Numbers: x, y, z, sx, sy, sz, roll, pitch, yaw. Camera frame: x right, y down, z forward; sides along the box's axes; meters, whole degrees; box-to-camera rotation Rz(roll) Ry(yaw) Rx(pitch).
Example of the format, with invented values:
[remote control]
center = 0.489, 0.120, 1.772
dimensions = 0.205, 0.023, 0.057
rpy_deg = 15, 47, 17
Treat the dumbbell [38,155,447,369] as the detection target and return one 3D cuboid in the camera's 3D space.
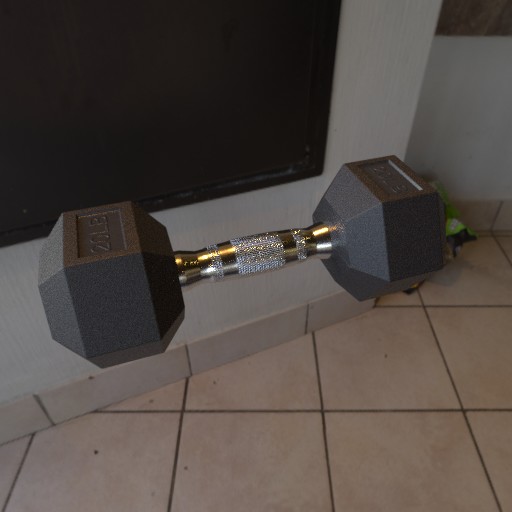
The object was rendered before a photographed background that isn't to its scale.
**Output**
[dumbbell]
center = 0.000, 0.000, 0.314
dimensions = 0.272, 0.092, 0.106
rpy_deg = -12, 42, -14
